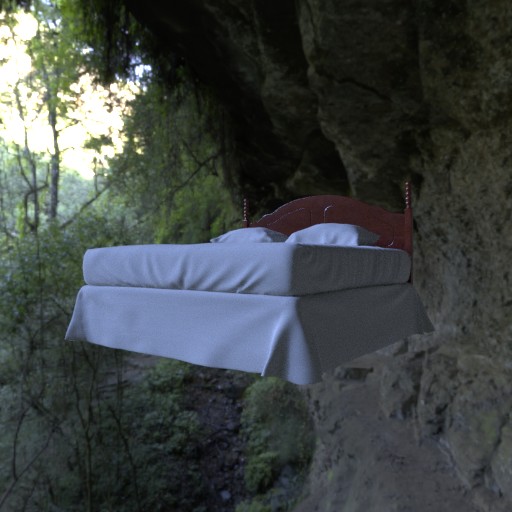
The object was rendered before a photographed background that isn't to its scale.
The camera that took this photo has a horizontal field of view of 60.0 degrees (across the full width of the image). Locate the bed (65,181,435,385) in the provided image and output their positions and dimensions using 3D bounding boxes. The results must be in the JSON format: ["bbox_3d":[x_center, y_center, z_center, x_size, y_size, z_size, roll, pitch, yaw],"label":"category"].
[{"bbox_3d":[0.000,0.000,3.695,2.322,1.355,2.219,0,-1,37],"label":"bed"}]
